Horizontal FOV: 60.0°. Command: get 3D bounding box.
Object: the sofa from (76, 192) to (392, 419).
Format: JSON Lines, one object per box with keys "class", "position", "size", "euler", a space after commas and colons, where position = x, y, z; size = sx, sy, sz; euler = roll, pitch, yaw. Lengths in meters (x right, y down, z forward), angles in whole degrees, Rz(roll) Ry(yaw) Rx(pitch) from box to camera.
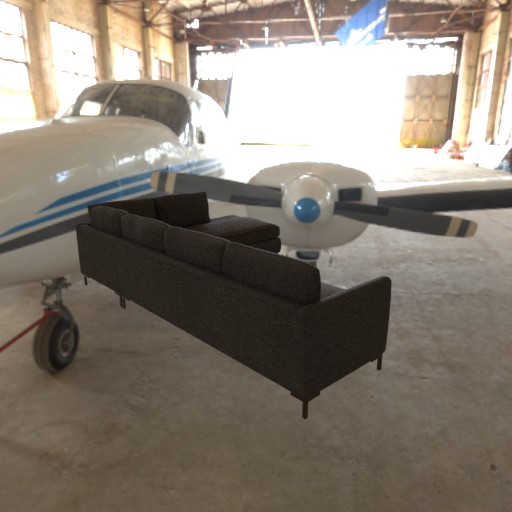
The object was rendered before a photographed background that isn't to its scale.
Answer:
{"class": "sofa", "position": [0.000, 0.000, 3.885], "size": [2.007, 0.815, 2.949], "euler": [-14, 21, -41]}
